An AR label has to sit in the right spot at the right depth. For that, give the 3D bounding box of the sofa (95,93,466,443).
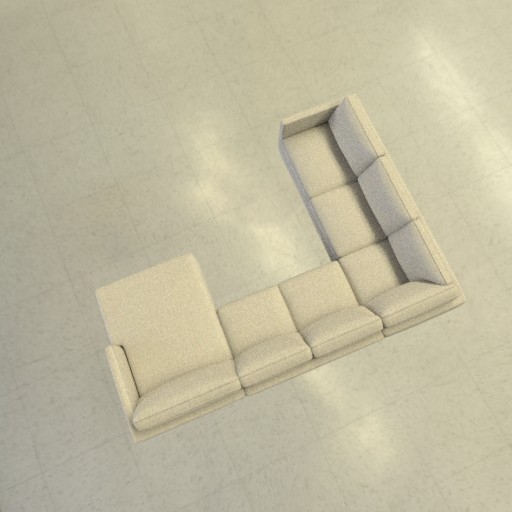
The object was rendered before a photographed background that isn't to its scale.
[{"bbox_3d":[0.000,0.000,4.626,3.403,0.889,2.551,-22,76,-6],"label":"sofa"}]
